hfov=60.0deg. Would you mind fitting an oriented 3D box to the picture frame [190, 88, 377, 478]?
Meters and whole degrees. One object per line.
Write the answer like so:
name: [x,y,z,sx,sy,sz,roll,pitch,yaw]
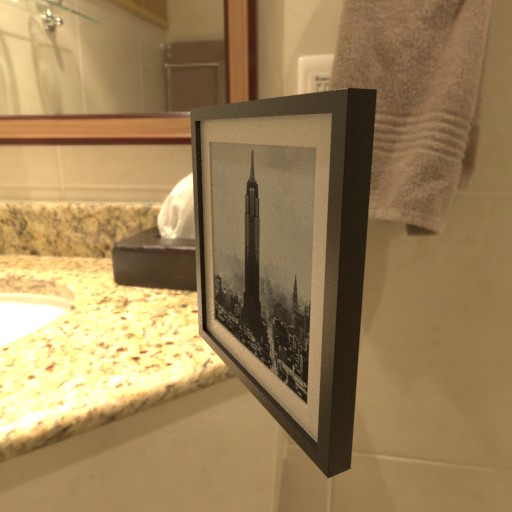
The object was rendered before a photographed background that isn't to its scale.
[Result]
picture frame: [0.000,0.000,0.537,0.029,0.353,0.355,-8,18,-26]
